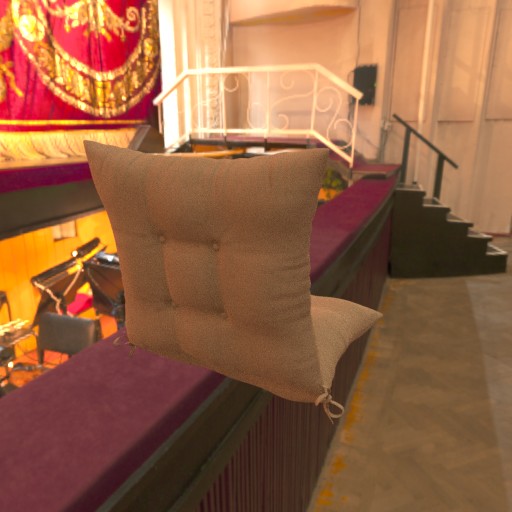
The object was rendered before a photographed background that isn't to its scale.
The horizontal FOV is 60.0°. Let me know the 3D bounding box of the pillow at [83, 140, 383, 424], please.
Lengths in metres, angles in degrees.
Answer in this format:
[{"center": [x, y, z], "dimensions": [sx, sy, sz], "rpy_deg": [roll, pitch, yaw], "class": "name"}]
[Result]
[{"center": [0.000, 0.000, 1.040], "dimensions": [0.541, 0.536, 0.585], "rpy_deg": [9, 19, 26], "class": "pillow"}]
